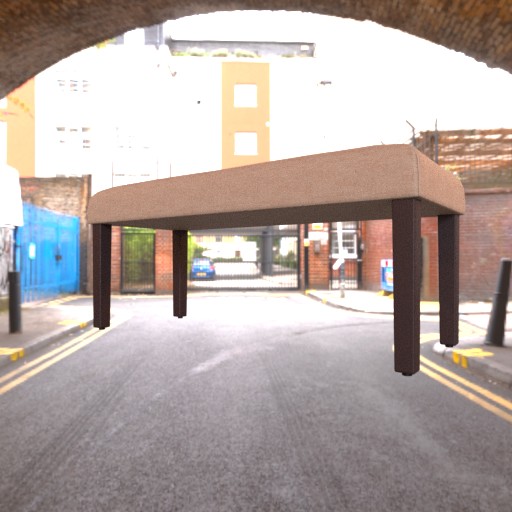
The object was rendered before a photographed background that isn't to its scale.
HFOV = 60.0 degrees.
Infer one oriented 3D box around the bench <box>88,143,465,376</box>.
[{"bbox_3d":[0.000,0.000,1.249,1.013,0.456,0.407,0,-1,36],"label":"bench"}]
